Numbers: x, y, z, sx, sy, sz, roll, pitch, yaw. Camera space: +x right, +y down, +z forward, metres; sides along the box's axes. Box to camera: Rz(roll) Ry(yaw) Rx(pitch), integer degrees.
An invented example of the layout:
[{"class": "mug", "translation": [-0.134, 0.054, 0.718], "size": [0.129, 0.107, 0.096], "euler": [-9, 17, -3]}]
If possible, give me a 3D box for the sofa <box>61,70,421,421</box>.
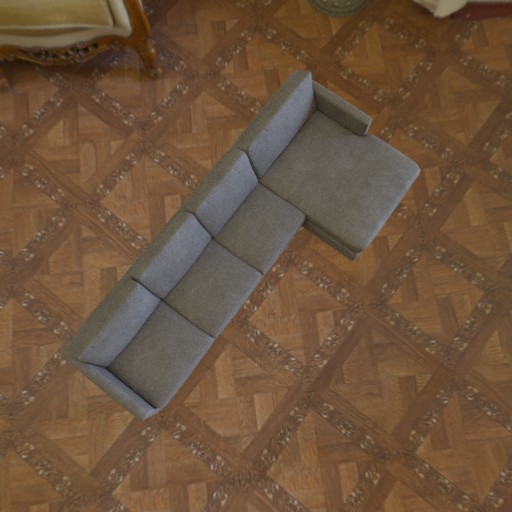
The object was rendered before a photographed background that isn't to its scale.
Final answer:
[{"class": "sofa", "translation": [0.000, 0.000, 4.193], "size": [1.604, 0.950, 3.471], "euler": [36, 79, 8]}]
